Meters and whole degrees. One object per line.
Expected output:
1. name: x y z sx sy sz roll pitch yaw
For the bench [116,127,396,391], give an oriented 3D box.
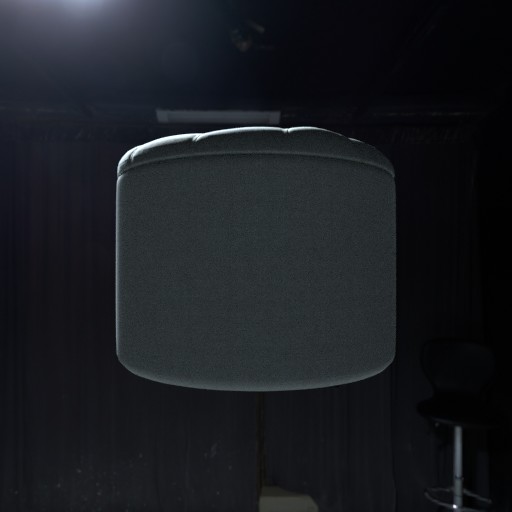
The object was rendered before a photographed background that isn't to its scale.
1. bench: 0.000 0.000 0.996 0.600 0.453 0.600 0 -1 0
